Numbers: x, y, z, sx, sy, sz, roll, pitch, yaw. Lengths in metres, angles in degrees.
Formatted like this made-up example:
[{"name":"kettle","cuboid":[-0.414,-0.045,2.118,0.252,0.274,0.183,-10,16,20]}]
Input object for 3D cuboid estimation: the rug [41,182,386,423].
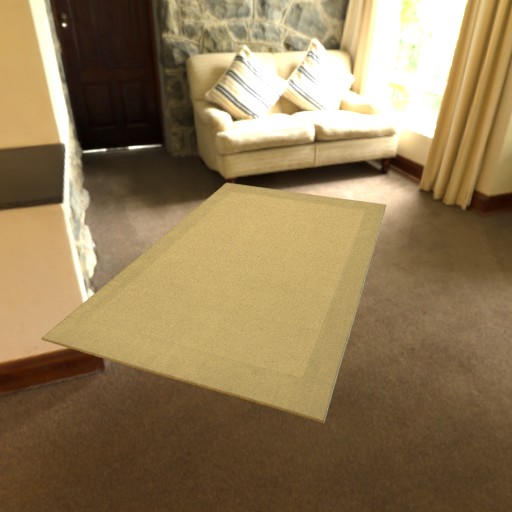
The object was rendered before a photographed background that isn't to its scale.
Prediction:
[{"name":"rug","cuboid":[0.000,0.000,3.100,1.524,0.014,2.438,11,32,18]}]
